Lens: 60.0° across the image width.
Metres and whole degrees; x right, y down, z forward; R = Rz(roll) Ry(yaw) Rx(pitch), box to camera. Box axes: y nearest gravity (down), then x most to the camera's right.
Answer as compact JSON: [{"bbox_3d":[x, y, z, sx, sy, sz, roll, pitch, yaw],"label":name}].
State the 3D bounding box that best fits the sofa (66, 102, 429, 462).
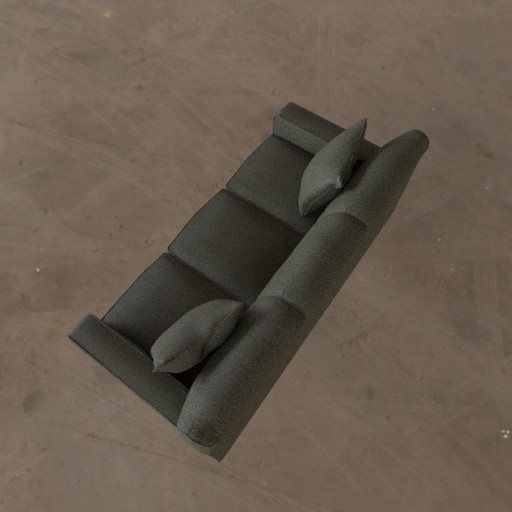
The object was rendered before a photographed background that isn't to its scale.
[{"bbox_3d":[0.000,0.000,2.602,0.997,0.958,2.024,33,67,16],"label":"sofa"}]
